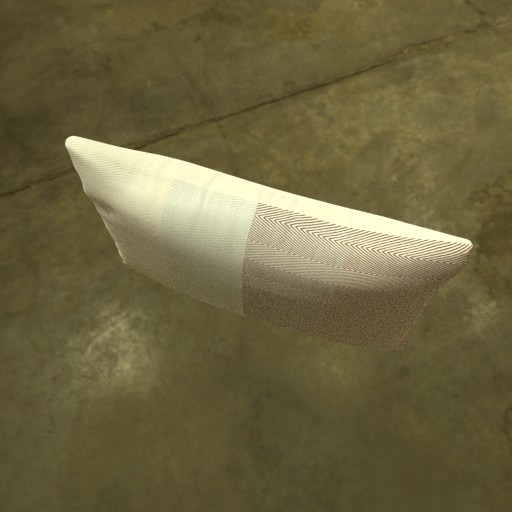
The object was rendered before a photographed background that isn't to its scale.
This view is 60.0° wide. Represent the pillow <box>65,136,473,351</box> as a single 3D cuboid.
[{"bbox_3d":[0.000,0.000,0.638,0.506,0.305,0.139,17,60,10],"label":"pillow"}]
